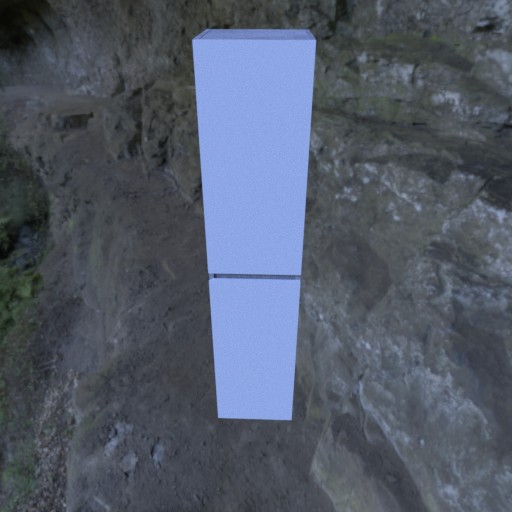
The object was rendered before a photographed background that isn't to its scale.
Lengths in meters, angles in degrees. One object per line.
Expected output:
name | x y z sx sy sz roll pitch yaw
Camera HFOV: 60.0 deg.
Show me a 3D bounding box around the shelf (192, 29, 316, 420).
shelf | 0.000 0.000 1.556 0.300 1.400 0.270 1 32 2
